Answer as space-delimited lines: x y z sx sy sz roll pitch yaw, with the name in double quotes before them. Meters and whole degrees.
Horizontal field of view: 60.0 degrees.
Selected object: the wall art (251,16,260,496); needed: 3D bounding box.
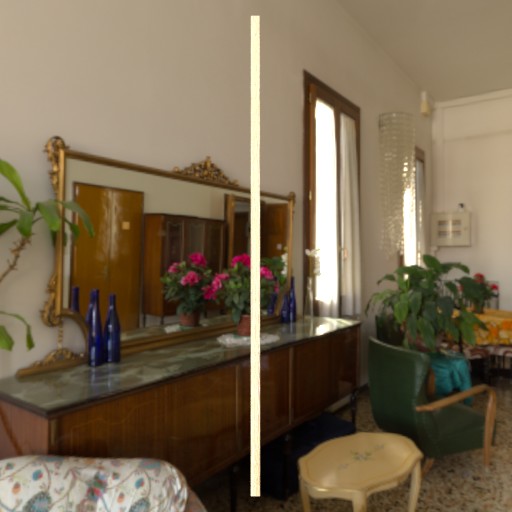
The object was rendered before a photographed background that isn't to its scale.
"wall art" 0.000 0.000 0.820 0.013 0.683 0.381 0 0 0
